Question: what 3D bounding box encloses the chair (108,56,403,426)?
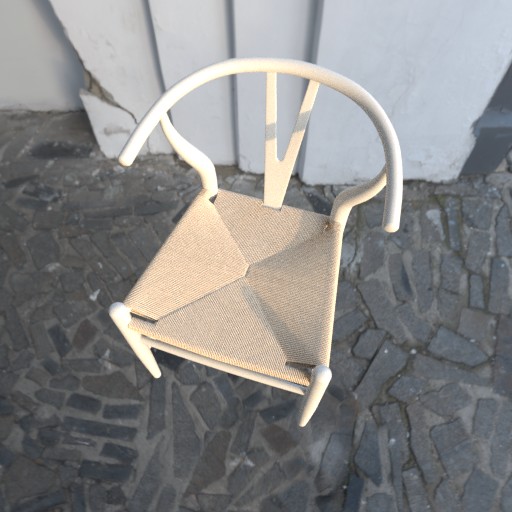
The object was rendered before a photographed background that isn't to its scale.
[{"bbox_3d":[0.000,0.000,1.114,0.569,0.730,0.579,15,59,9],"label":"chair"}]
